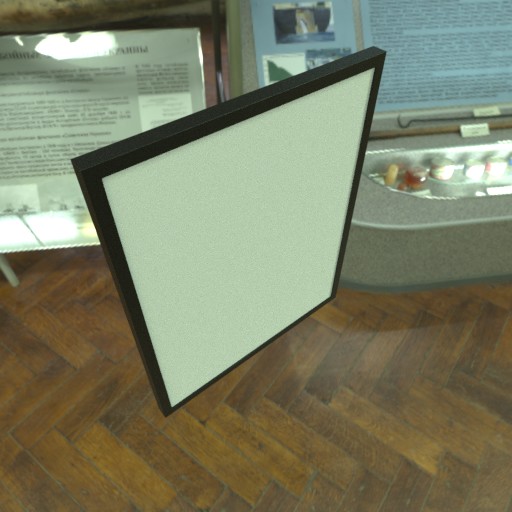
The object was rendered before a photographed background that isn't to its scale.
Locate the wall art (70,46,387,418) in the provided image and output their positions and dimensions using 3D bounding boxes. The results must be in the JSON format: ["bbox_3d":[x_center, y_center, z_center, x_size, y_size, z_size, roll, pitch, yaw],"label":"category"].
[{"bbox_3d":[0.000,0.000,0.524,0.325,0.397,0.018,-30,53,-26],"label":"wall art"}]
